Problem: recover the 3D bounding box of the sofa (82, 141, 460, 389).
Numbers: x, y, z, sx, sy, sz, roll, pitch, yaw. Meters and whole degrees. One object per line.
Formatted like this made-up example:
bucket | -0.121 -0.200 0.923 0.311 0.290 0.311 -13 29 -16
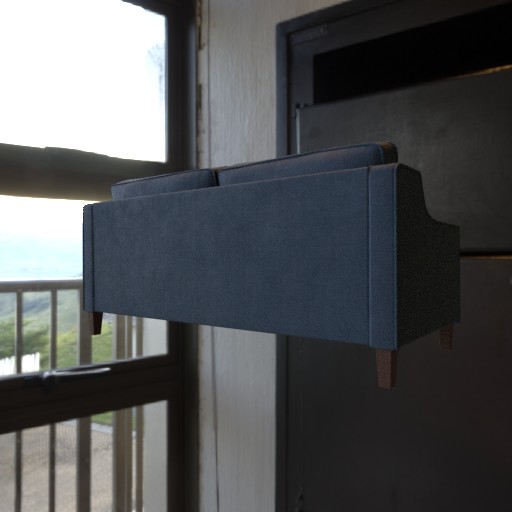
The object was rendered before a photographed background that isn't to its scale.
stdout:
sofa | 0.000 0.000 2.791 2.178 1.071 1.066 0 0 37
